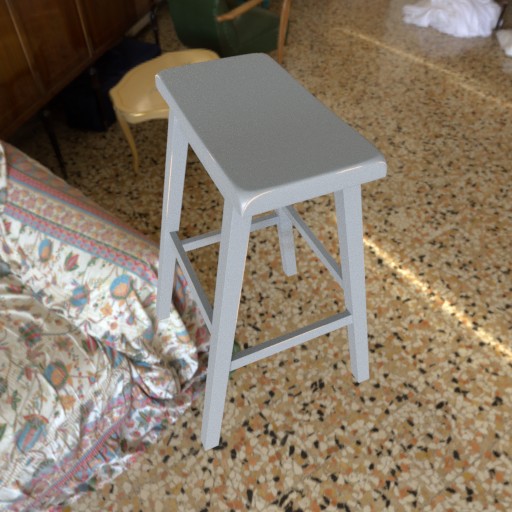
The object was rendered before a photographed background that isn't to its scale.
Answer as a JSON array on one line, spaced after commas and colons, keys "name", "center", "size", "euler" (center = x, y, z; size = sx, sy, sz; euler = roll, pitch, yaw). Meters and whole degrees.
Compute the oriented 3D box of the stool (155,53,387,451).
[{"name": "stool", "center": [0.000, 0.000, 1.030], "size": [0.476, 0.737, 0.457], "euler": [-18, 48, -17]}]
